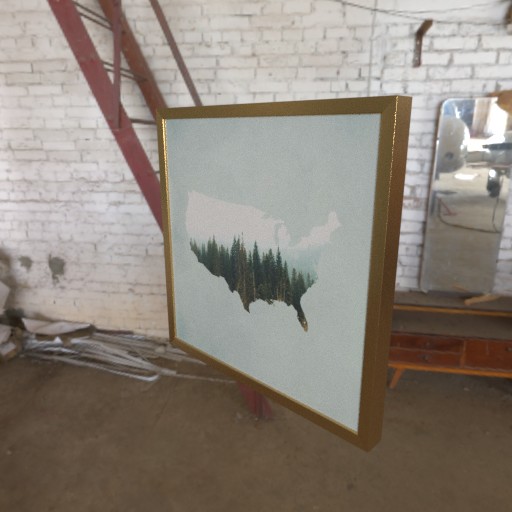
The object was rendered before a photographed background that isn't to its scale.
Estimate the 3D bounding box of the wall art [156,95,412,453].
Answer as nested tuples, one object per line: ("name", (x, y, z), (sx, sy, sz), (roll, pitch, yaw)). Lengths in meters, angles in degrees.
("wall art", (0.000, 0.000, 0.783), (0.509, 0.509, 0.040), (15, 22, 42))
